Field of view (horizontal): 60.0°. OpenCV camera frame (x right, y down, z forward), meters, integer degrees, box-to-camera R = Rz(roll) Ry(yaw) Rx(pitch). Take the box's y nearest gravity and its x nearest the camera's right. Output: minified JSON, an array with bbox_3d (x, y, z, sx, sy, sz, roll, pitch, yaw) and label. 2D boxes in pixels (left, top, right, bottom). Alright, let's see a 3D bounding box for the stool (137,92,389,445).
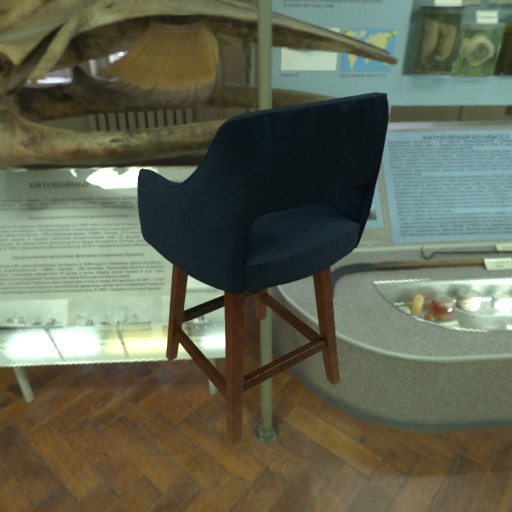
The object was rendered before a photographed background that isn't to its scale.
[{"bbox_3d":[0.000,0.000,1.263,0.550,0.940,0.560,-20,36,-30],"label":"stool"}]
